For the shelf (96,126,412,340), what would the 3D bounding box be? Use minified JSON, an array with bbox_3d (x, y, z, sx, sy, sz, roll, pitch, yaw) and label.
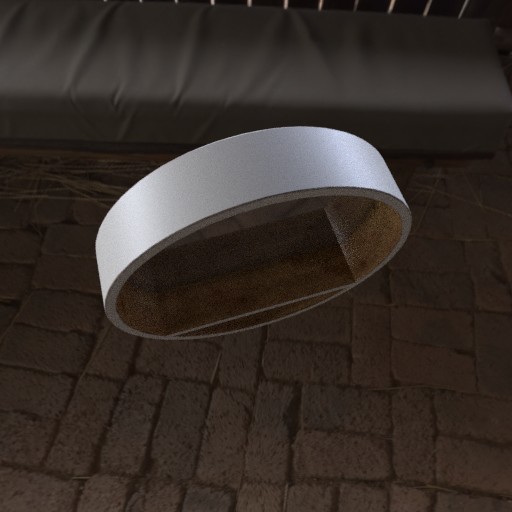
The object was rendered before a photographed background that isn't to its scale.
[{"bbox_3d":[0.000,0.000,1.204,0.806,0.807,0.158,-15,65,-7],"label":"shelf"}]
